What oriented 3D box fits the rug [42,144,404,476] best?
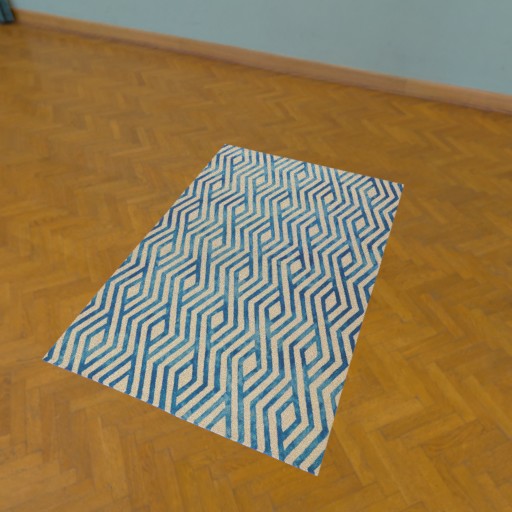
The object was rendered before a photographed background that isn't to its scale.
[{"bbox_3d":[0.000,0.000,2.313,1.225,0.008,1.830,16,48,15],"label":"rug"}]
